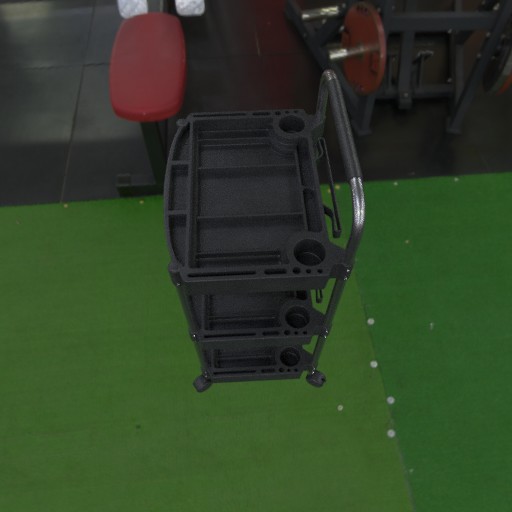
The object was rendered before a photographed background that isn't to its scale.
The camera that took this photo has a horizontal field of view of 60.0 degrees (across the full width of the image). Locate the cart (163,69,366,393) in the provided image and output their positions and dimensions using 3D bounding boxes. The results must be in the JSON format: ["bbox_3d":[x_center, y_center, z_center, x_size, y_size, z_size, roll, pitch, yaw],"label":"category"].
[{"bbox_3d":[0.000,0.000,1.434,0.518,1.075,0.584,-3,58,-2],"label":"cart"}]
